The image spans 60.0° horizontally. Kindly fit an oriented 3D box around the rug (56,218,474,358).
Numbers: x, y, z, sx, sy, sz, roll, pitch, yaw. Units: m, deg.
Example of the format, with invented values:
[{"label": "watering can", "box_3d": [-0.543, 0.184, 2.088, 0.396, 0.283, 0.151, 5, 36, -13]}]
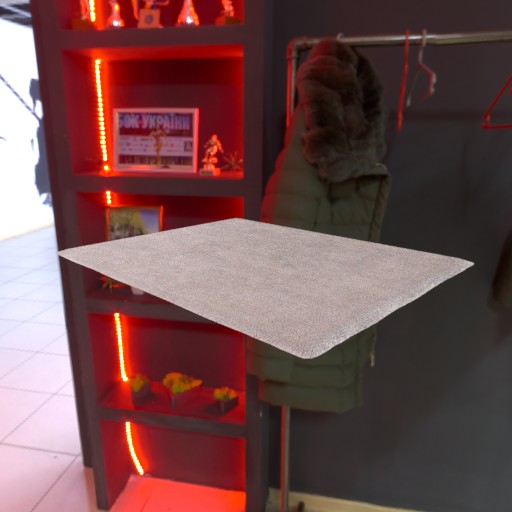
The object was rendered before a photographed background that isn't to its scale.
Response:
[{"label": "rug", "box_3d": [0.000, 0.000, 3.895, 2.933, 0.027, 2.332, 14, 21, 42]}]
